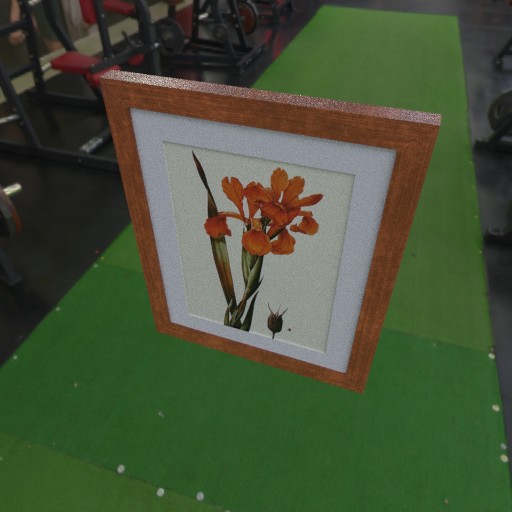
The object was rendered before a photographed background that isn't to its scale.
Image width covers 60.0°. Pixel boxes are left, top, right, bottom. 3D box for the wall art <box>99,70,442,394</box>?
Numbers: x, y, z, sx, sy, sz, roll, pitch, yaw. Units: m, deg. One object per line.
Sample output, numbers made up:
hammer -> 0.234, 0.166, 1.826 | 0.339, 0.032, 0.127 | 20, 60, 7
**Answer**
wall art -> 0.000, 0.000, 0.772 | 0.467, 0.567, 0.033 | 13, 43, 15
